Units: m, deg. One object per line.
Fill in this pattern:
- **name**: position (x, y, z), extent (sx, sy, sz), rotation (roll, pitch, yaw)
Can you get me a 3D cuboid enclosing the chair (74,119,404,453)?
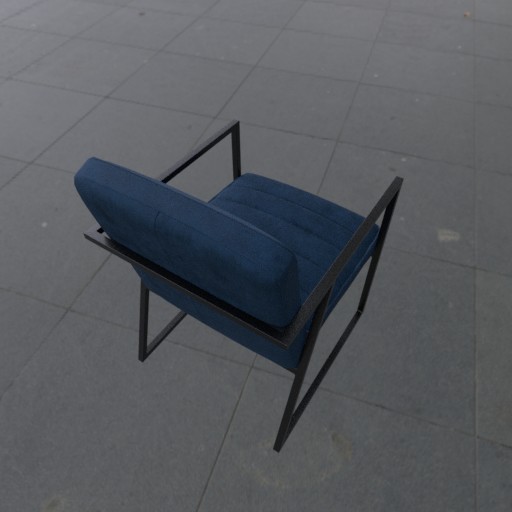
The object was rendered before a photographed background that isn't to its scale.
- **chair**: position (0.000, 0.000, 1.296), extent (0.571, 0.833, 0.677), rotation (26, 52, 22)
